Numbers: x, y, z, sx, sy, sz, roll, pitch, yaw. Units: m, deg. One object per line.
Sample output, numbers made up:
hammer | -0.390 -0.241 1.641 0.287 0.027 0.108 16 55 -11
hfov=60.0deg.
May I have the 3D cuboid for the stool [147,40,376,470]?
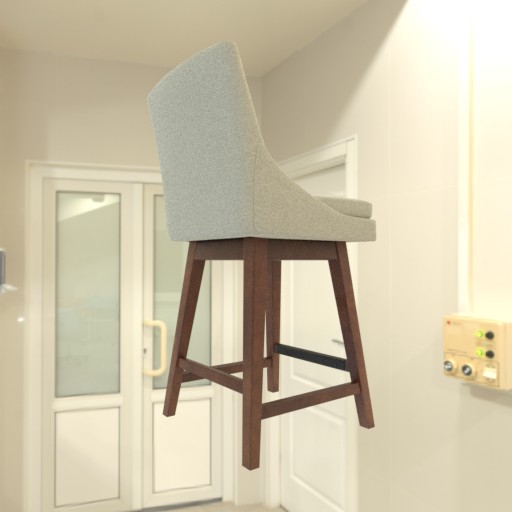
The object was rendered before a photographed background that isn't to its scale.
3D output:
stool | 0.000 0.000 1.320 0.559 0.991 0.469 0 -1 -37
